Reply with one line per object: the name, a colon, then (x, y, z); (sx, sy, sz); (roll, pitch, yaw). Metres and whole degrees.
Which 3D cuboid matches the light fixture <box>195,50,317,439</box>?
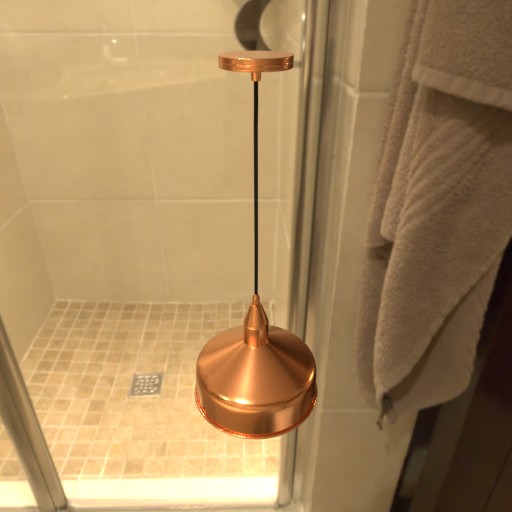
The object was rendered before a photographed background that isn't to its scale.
light fixture: (0.000, 0.000, 0.906); (0.301, 0.754, 0.301); (-22, 37, -33)
